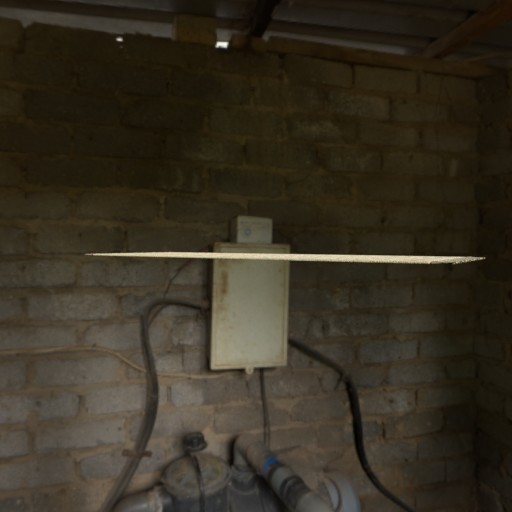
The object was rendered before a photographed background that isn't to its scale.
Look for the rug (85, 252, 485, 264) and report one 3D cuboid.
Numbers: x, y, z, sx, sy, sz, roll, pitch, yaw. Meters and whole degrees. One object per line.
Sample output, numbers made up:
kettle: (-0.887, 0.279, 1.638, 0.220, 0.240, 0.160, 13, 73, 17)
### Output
rug: (0.000, 0.000, 2.739, 2.440, 0.013, 0.769, 1, 2, 35)
